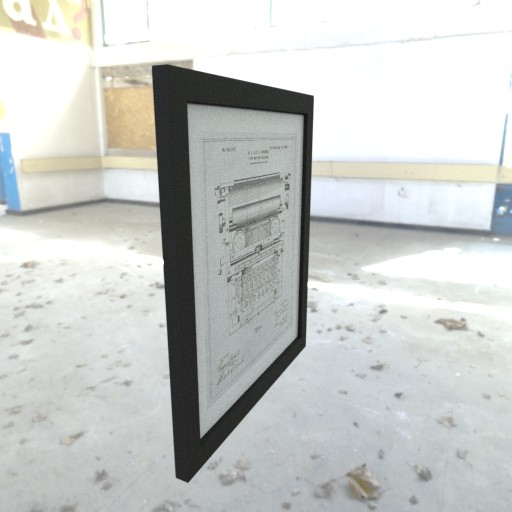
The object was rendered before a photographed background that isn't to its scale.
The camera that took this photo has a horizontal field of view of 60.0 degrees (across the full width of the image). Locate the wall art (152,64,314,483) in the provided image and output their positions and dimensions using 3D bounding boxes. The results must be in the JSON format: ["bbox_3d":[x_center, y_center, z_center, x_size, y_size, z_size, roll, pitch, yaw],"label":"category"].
[{"bbox_3d":[0.000,0.000,0.702,0.021,0.508,0.432,8,17,26],"label":"wall art"}]
